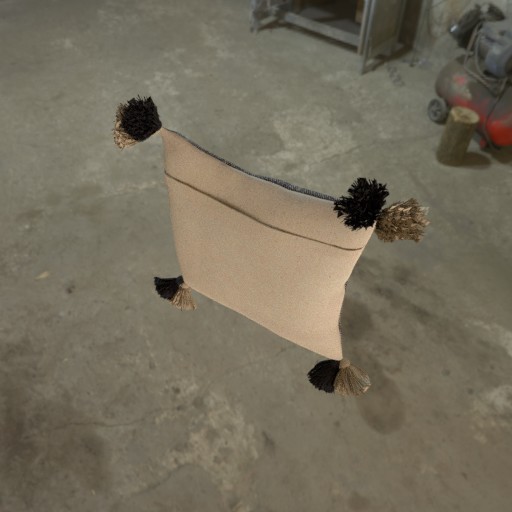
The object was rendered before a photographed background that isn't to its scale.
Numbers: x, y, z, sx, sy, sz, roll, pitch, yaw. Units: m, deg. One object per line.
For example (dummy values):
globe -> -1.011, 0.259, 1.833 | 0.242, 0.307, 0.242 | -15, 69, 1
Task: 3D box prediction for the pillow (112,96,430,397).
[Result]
pillow -> 0.000, 0.000, 0.981 | 0.654, 0.659, 0.170 | 25, 53, 21
